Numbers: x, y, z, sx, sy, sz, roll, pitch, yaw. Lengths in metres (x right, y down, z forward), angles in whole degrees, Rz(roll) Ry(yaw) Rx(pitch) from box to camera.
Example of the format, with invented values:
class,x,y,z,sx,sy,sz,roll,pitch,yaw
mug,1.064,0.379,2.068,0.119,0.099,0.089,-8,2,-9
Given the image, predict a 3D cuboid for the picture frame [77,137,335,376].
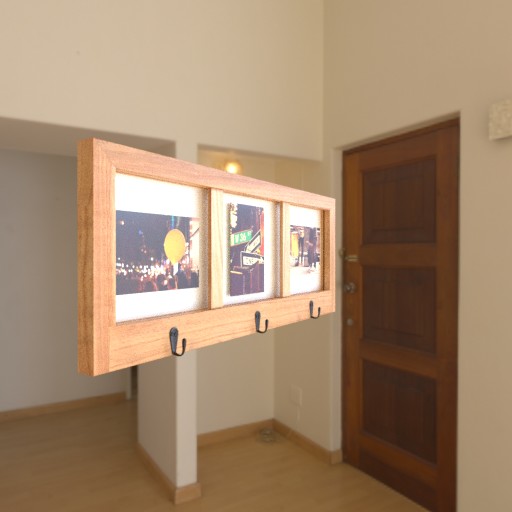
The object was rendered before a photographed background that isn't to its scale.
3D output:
class,x,y,z,sx,sy,sz,roll,pitch,yaw
picture frame,0.000,0.000,0.677,0.045,0.234,0.582,0,0,34
